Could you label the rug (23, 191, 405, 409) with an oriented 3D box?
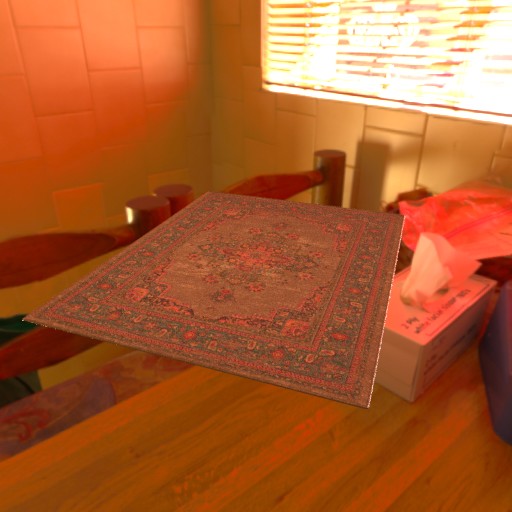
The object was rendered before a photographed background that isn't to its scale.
[{"bbox_3d":[0.000,0.000,4.062,2.434,0.013,3.057,9,28,18],"label":"rug"}]
